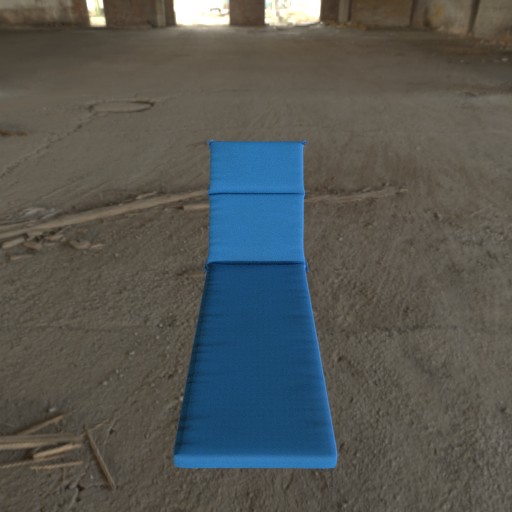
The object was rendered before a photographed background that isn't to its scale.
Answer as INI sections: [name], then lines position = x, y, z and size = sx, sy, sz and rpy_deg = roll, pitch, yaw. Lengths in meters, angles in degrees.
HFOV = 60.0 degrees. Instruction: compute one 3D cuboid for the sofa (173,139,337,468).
[sofa]
position = 0.000, 0.000, 1.966
size = 0.582, 0.622, 1.663
rpy_deg = 0, 30, 0
